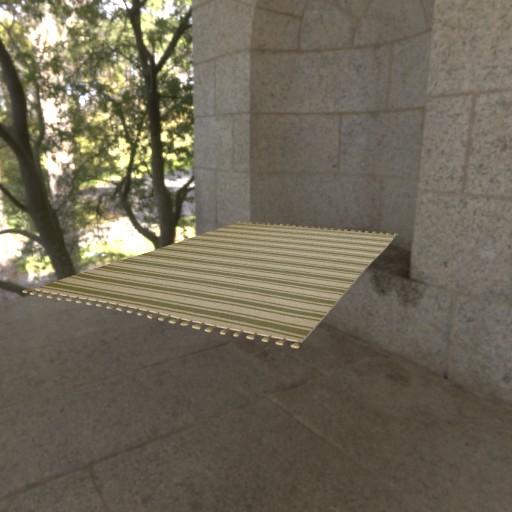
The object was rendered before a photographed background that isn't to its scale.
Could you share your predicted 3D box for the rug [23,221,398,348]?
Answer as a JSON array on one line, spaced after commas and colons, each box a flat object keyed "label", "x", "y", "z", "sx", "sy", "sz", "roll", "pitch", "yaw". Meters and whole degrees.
[{"label": "rug", "x": 0.000, "y": 0.000, "z": 2.320, "sx": 1.162, "sy": 0.013, "sz": 1.875, "roll": 7, "pitch": 15, "yaw": 25}]
